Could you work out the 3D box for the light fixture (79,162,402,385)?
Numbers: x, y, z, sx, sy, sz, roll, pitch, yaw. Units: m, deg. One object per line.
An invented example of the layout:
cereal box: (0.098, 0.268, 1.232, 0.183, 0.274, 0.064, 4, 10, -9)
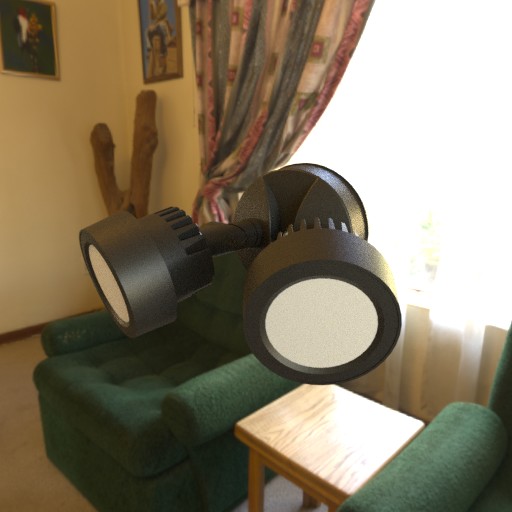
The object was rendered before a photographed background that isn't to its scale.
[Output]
light fixture: (0.000, 0.000, 0.300, 0.213, 0.120, 0.168, 7, 15, 28)
